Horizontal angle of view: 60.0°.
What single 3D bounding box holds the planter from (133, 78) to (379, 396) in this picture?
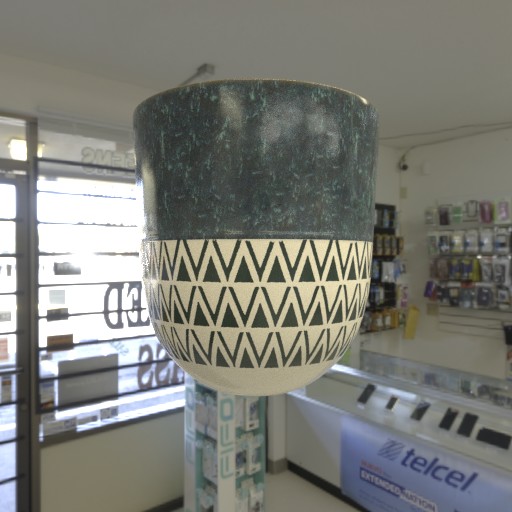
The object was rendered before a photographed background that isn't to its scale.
[{"bbox_3d":[0.000,0.000,0.363,0.195,0.214,0.195,0,0,0],"label":"planter"}]
